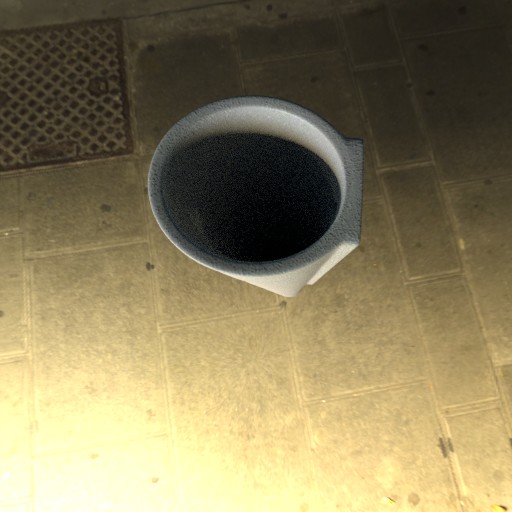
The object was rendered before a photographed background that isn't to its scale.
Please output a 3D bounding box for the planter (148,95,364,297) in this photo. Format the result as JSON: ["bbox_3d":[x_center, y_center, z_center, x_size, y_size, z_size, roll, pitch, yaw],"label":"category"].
[{"bbox_3d":[0.000,0.000,0.224,0.064,0.191,0.057,5,77,1],"label":"planter"}]
